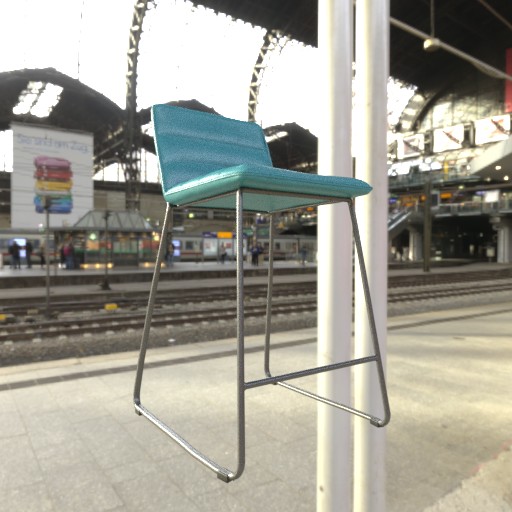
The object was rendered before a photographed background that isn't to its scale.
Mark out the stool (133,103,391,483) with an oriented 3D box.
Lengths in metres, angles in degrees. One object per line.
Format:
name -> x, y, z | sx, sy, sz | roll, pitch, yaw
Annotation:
stool -> 0.000, 0.000, 1.171 | 0.489, 0.866, 0.524 | -1, 1, -36
